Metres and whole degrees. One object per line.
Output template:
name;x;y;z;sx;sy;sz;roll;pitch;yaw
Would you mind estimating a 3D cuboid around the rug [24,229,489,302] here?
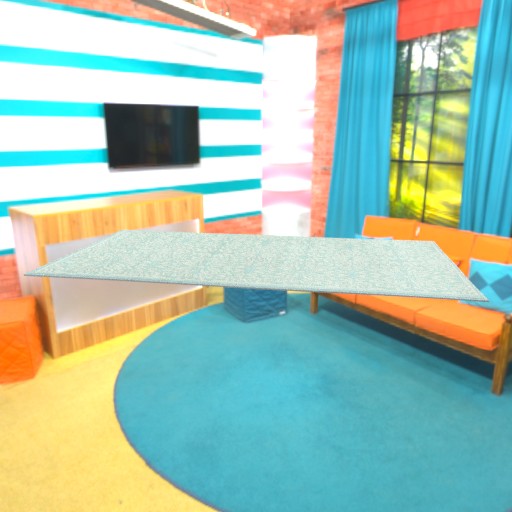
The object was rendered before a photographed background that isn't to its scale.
rug;0.000;0.000;1.429;1.219;0.007;0.604;3;16;9
